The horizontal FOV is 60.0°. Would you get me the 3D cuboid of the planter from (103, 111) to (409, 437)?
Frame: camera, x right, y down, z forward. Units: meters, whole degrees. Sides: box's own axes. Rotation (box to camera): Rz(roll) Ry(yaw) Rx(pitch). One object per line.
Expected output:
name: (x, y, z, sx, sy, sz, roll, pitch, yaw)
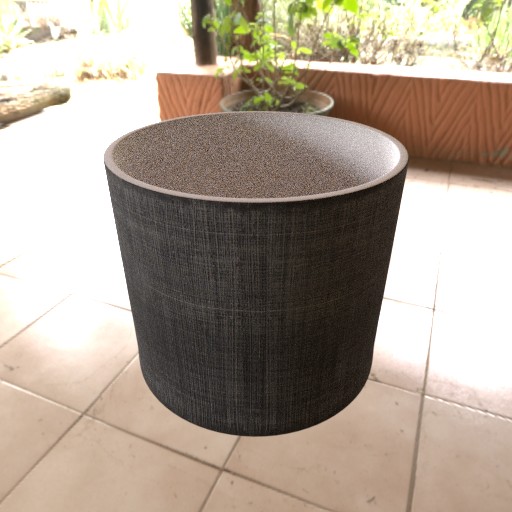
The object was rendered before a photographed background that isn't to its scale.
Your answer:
planter: (0.000, 0.000, 0.308, 0.178, 0.157, 0.178, 0, 30, 0)
